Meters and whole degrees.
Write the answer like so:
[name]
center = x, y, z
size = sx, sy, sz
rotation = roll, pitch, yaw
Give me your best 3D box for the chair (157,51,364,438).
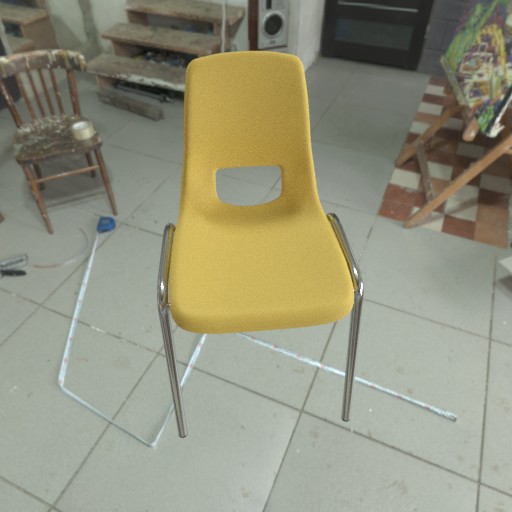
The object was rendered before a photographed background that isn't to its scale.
[chair]
center = 0.000, 0.000, 0.898
size = 0.381, 0.653, 0.436
rotation = -4, 45, -4
